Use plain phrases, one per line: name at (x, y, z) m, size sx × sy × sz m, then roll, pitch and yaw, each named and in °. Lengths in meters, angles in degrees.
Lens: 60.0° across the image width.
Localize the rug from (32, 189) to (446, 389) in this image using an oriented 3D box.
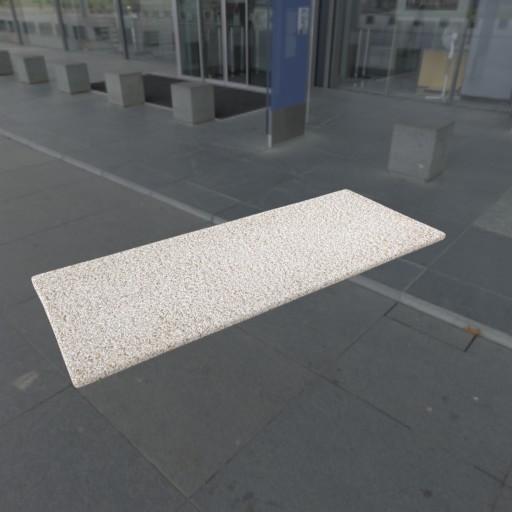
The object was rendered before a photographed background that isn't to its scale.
rug at (0.000, 0.000, 1.725) m, size 1.524 × 0.030 × 0.609 m, roll -18°, pitch 35°, yaw -28°
